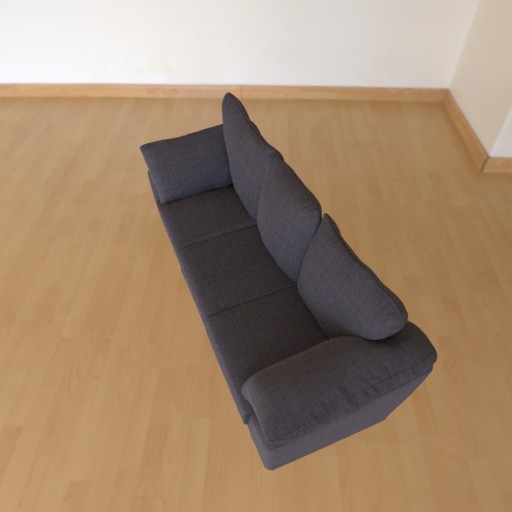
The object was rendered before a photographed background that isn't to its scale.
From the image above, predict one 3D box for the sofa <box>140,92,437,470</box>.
[{"bbox_3d":[0.000,0.000,2.776,0.883,1.080,2.336,-17,49,-16],"label":"sofa"}]
